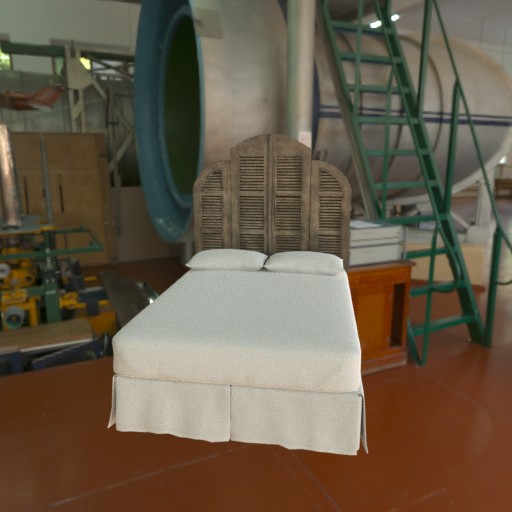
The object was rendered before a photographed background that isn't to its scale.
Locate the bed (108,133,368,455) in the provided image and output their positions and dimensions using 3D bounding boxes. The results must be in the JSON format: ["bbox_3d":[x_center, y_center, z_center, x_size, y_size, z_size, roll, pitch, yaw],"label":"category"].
[{"bbox_3d":[0.000,0.000,3.627,1.713,2.019,2.138,2,13,8],"label":"bed"}]
